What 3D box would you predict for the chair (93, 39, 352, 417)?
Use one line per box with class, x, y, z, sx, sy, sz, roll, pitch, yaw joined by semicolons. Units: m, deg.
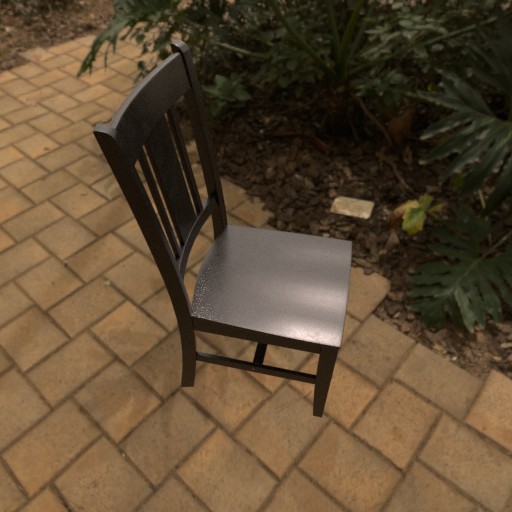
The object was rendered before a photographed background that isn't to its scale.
chair;0.000;0.000;1.278;0.555;0.998;0.450;9;47;9
